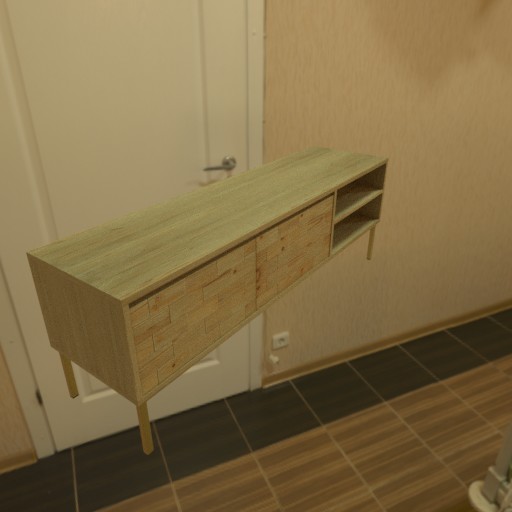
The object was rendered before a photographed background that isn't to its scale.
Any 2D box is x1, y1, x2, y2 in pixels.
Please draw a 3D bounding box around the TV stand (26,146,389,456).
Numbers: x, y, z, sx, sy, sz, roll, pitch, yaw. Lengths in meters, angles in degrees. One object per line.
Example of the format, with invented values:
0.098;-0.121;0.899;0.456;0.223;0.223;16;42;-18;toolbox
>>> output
0.000;0.000;1.831;0.420;0.550;1.600;19;32;32;TV stand
